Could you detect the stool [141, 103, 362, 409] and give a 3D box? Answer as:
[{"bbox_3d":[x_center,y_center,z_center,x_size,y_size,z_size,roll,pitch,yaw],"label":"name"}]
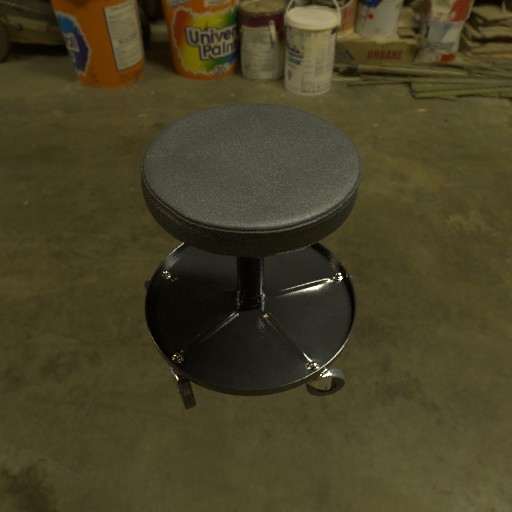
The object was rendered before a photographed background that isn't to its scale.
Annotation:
[{"bbox_3d":[0.000,0.000,0.674,0.382,0.365,0.381,-31,54,-27],"label":"stool"}]
